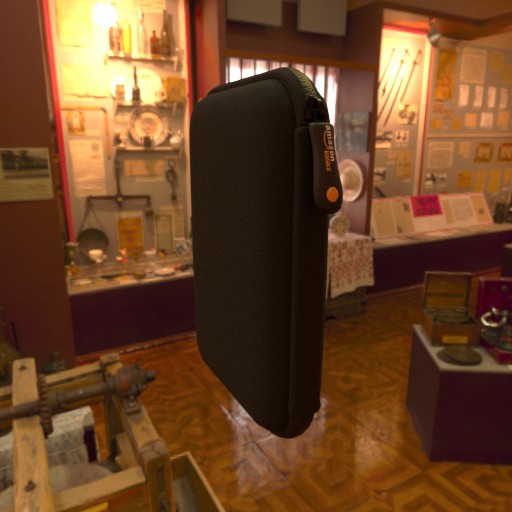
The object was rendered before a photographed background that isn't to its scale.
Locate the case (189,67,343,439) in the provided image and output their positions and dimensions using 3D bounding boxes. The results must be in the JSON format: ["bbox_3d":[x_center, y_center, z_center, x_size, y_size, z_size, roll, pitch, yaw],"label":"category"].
[{"bbox_3d":[0.000,0.000,0.194,0.030,0.147,0.107,-7,16,-26],"label":"case"}]
